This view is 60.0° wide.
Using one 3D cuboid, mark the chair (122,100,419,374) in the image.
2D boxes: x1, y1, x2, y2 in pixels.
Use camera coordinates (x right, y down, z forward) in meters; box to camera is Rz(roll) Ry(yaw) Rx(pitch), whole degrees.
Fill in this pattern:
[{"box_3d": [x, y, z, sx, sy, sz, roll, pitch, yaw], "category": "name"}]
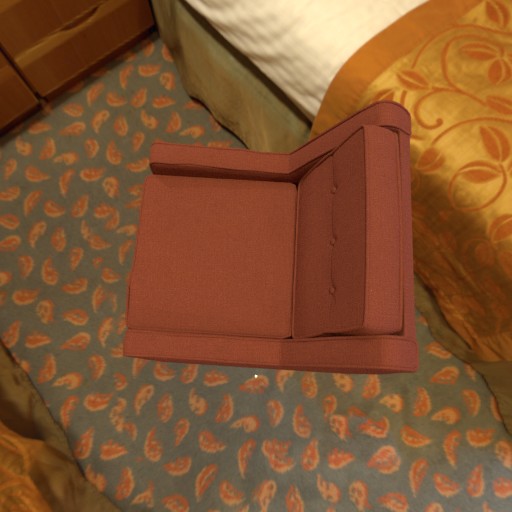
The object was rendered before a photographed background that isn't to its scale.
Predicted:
[{"box_3d": [0.000, 0.000, 1.395, 0.770, 0.812, 0.680, 3, 75, 1], "category": "chair"}]
